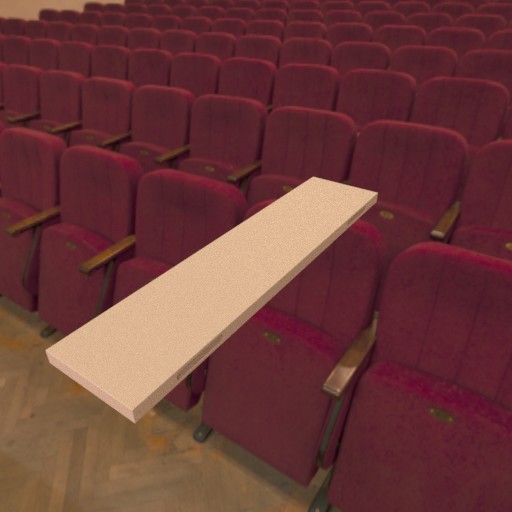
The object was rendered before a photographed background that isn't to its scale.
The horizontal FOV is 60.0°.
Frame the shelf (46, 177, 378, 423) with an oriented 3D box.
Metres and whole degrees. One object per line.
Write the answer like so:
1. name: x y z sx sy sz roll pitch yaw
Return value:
1. shelf: 0.000 0.000 0.670 0.140 0.020 0.610 20 38 29
